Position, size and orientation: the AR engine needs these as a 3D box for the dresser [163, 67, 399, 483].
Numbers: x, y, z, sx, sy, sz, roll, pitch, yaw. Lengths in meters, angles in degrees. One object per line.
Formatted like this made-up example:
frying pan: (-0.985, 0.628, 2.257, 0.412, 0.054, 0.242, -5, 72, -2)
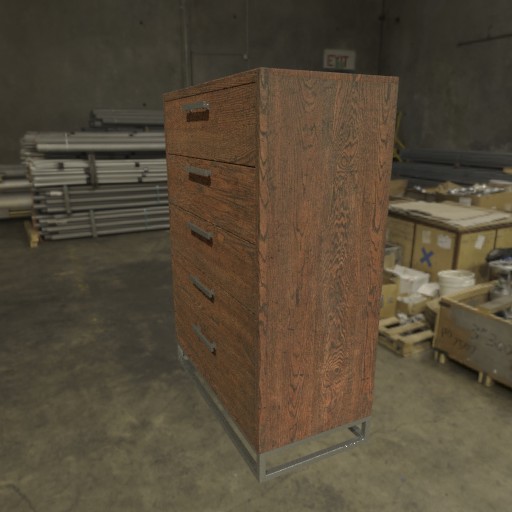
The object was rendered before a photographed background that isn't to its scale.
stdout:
dresser: (0.000, 0.000, 1.848, 0.508, 1.321, 0.965, -8, 17, -25)
